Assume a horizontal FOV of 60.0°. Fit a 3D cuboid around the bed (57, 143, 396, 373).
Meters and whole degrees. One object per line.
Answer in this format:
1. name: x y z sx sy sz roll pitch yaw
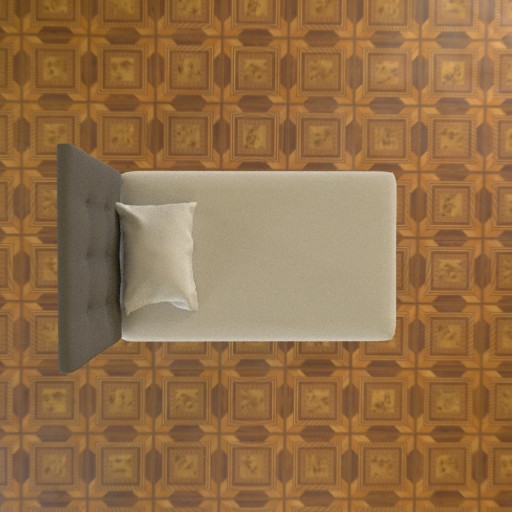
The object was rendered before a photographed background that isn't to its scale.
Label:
1. bed: 0.000 0.000 2.957 1.997 1.571 1.261 0 91 0
